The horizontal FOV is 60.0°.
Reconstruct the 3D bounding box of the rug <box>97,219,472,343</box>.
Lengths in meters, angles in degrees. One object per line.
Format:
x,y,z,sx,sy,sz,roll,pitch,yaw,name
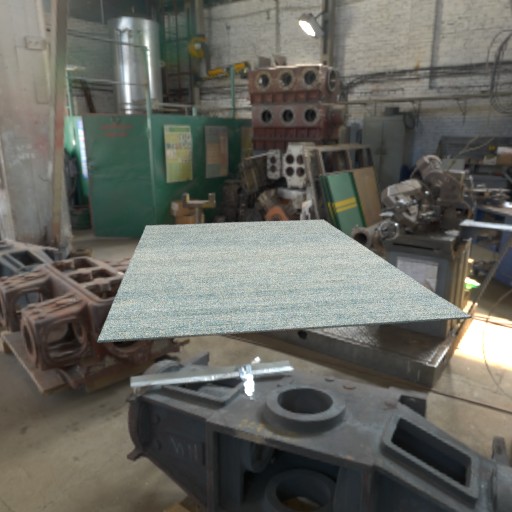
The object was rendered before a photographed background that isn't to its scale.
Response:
0.000,0.000,2.923,1.611,0.026,2.260,-2,16,-8,rug
